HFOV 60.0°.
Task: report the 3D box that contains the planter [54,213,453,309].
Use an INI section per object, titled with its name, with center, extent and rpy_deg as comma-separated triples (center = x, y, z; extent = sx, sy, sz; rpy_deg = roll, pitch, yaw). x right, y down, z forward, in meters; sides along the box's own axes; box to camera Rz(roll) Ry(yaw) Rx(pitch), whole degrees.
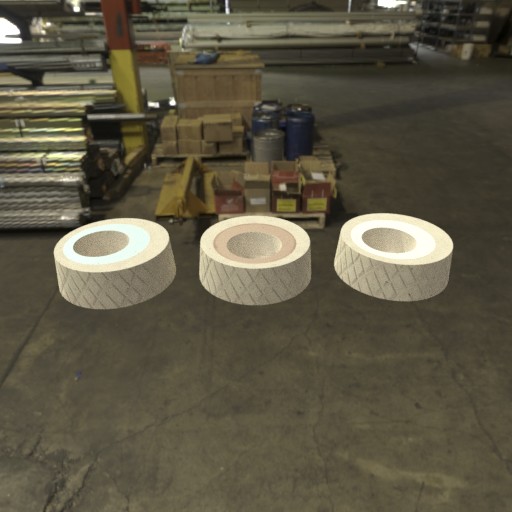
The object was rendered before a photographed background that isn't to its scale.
[planter]
center = 0.000, 0.000, 0.443
extent = 0.390, 0.038, 0.114
rpy_deg = -1, 31, -2
